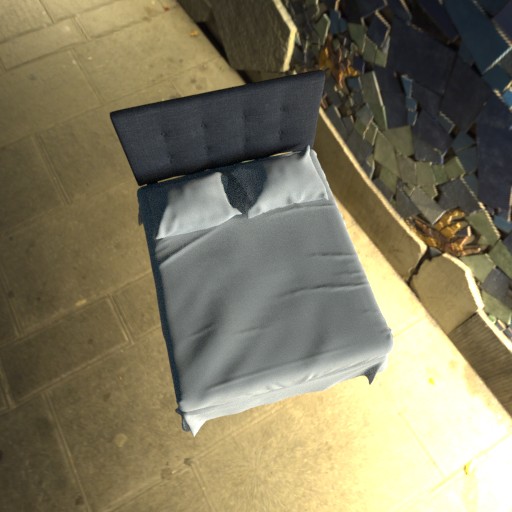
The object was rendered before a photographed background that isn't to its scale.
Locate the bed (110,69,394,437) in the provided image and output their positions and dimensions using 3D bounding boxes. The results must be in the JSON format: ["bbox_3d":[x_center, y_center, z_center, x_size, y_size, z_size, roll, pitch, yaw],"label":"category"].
[{"bbox_3d":[0.000,0.000,3.544,1.936,1.577,2.222,-14,65,-7],"label":"bed"}]
